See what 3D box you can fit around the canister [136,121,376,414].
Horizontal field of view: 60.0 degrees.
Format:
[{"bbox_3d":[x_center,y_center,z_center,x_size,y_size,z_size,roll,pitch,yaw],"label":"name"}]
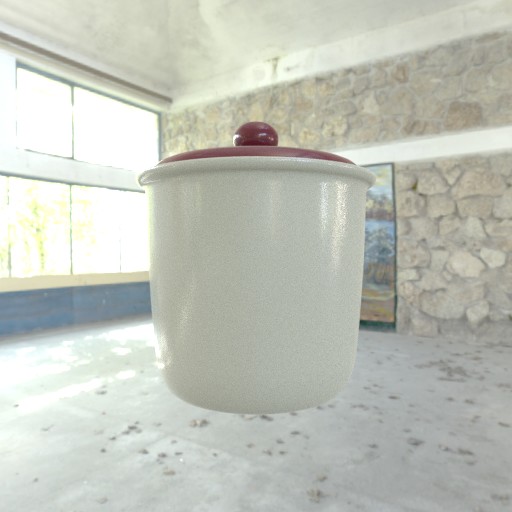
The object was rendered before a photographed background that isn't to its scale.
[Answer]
[{"bbox_3d":[0.000,0.000,0.348,0.182,0.208,0.182,0,1,0],"label":"canister"}]
